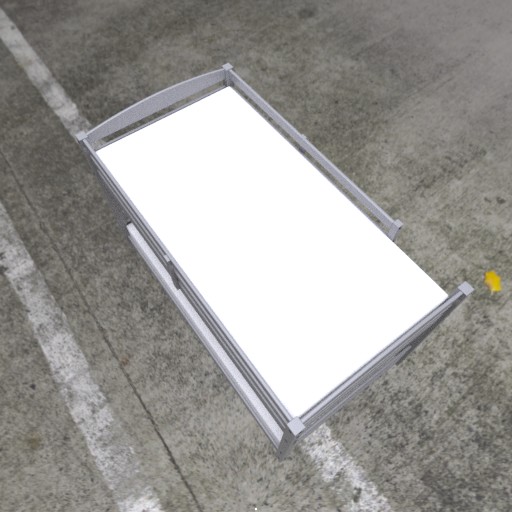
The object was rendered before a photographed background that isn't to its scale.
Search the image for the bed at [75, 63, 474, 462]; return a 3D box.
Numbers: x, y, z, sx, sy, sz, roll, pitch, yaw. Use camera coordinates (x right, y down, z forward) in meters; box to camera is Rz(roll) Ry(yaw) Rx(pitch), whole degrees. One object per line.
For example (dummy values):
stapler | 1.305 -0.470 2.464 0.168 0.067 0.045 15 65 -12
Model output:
bed | 0.000 0.000 2.792 1.105 1.206 2.013 -33 65 -17
